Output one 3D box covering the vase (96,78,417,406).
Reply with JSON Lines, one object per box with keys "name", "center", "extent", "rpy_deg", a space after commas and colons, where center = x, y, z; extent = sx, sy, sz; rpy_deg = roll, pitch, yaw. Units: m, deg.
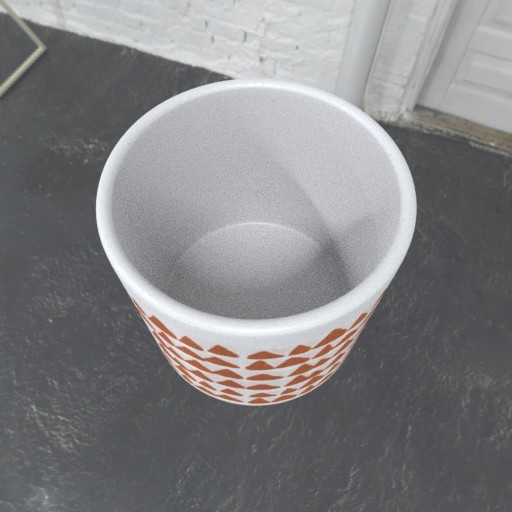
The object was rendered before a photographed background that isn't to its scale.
{"name": "vase", "center": [0.000, 0.000, 0.244], "extent": [0.137, 0.127, 0.137], "rpy_deg": [0, 60, 0]}
